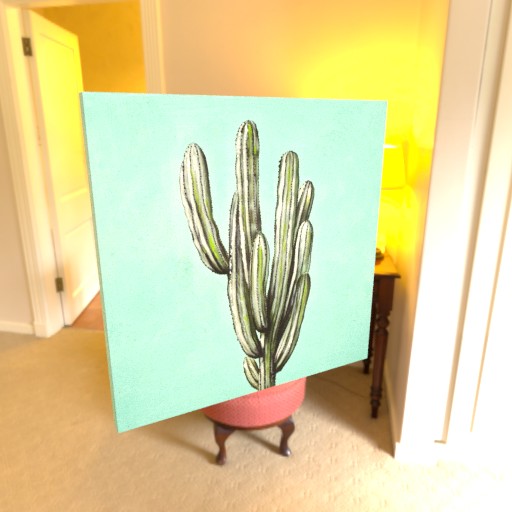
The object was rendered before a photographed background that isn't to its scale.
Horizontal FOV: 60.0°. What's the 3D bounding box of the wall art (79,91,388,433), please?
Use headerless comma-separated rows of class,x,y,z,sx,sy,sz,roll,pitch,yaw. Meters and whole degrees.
wall art,0.000,0.000,0.893,0.603,0.603,0.036,-9,19,-26
